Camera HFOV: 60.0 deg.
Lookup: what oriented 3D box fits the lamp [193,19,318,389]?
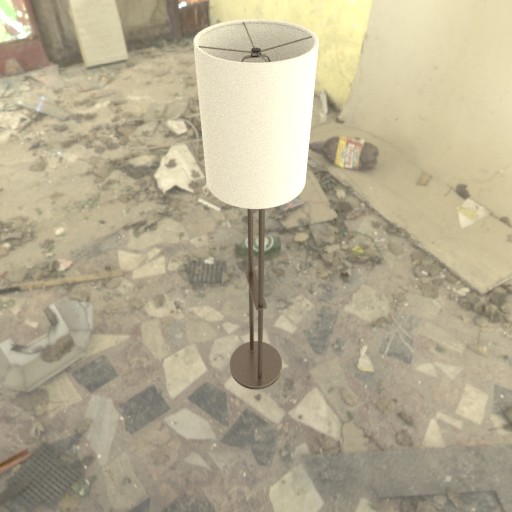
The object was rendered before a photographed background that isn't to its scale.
[{"bbox_3d":[0.000,0.000,1.615,0.305,1.500,0.306,-9,46,-9],"label":"lamp"}]
